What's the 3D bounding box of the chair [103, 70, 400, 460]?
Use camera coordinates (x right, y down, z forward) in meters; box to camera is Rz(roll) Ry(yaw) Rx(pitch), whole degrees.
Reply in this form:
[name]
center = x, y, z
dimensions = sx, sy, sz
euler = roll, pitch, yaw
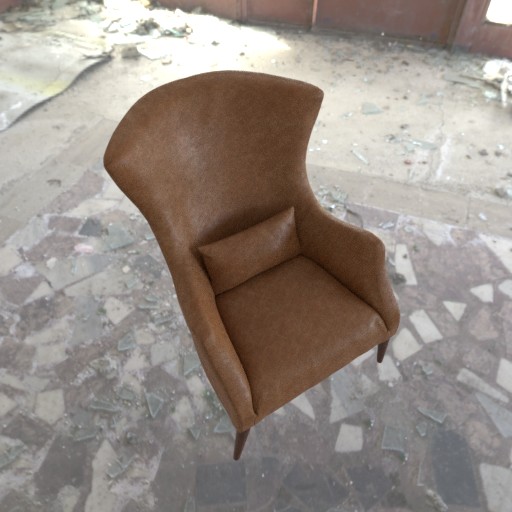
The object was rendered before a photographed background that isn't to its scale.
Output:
[chair]
center = 0.000, 0.000, 1.736
dimensions = 0.846, 1.067, 0.955
euler = -25, 52, -22
